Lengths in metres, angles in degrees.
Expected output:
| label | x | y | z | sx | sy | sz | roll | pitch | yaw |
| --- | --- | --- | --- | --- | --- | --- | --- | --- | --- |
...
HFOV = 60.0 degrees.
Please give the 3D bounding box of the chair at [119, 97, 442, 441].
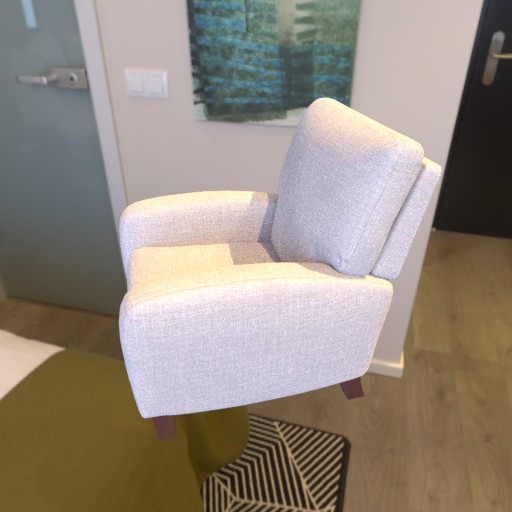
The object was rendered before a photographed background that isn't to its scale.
| label | x | y | z | sx | sy | sz | roll | pitch | yaw |
| --- | --- | --- | --- | --- | --- | --- | --- | --- | --- |
| chair | 0.000 | 0.000 | 1.649 | 0.990 | 0.990 | 0.762 | -8 | 32 | -13 |
